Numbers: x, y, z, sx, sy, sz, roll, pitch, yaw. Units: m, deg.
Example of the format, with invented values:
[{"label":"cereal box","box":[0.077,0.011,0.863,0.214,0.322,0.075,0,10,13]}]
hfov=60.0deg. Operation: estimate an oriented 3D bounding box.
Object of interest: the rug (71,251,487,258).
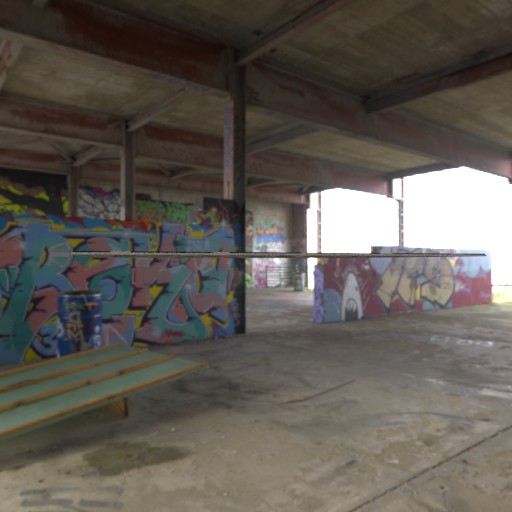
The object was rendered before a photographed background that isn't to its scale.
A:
[{"label":"rug","box":[0.000,0.000,4.210,3.049,0.021,2.466,0,-1,-18]}]
